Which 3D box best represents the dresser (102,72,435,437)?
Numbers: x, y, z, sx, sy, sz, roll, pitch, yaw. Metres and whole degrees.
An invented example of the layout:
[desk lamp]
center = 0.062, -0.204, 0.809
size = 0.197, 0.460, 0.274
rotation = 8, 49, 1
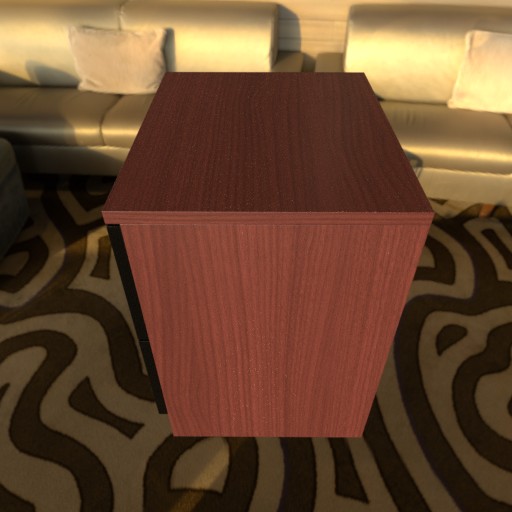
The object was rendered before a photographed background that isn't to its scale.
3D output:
[dresser]
center = 0.000, 0.000, 0.749
size = 0.360, 0.470, 0.400
rotation = 0, 41, 0
